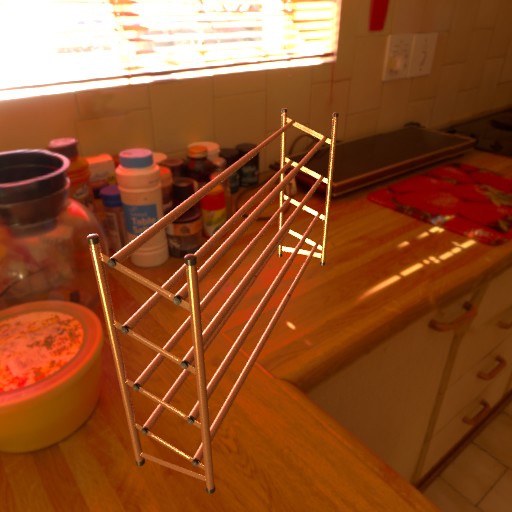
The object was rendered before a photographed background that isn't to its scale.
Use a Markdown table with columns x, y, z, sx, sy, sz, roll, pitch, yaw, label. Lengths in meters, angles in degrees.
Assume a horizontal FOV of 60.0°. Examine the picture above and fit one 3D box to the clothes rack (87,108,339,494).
| x | y | z | sx | sy | sz | roll | pitch | yaw | label |
| --- | --- | --- | --- | --- | --- | --- | --- | --- | --- |
| 0.000 | 0.000 | 1.420 | 0.229 | 0.672 | 1.168 | 11 | 32 | 18 | clothes rack |
